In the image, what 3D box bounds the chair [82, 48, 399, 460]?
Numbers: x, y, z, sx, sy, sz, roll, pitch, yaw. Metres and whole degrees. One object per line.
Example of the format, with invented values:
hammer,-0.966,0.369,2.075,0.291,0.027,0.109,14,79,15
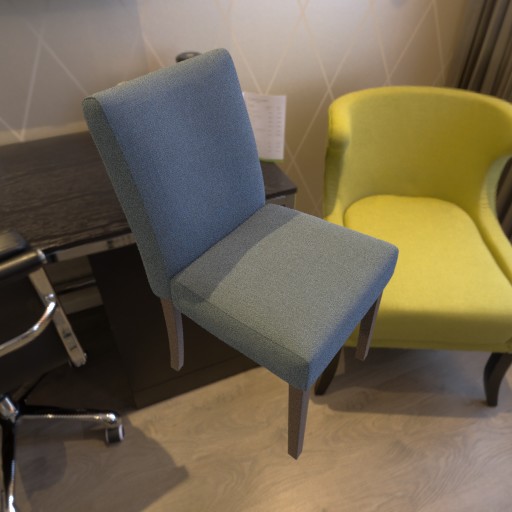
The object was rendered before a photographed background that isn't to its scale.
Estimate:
chair,0.000,0.000,1.202,0.629,0.882,0.487,26,48,27
